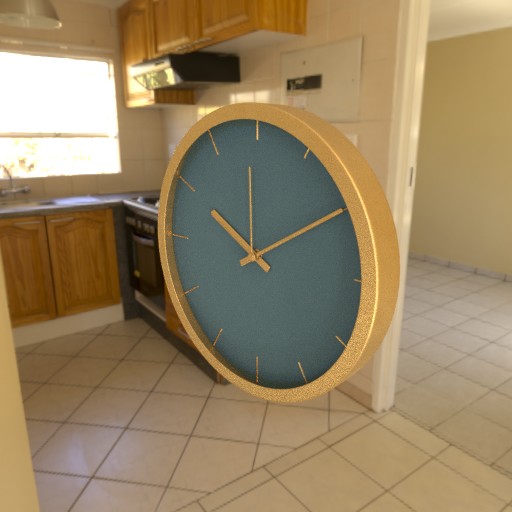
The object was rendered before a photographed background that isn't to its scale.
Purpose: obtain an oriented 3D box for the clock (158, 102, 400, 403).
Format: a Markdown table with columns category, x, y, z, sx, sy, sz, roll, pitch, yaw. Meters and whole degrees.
| category | x | y | z | sx | sy | sz | roll | pitch | yaw |
| --- | --- | --- | --- | --- | --- | --- | --- | --- | --- |
| clock | 0.000 | 0.000 | 0.480 | 0.314 | 0.314 | 0.040 | 14 | 21 | 42 |
